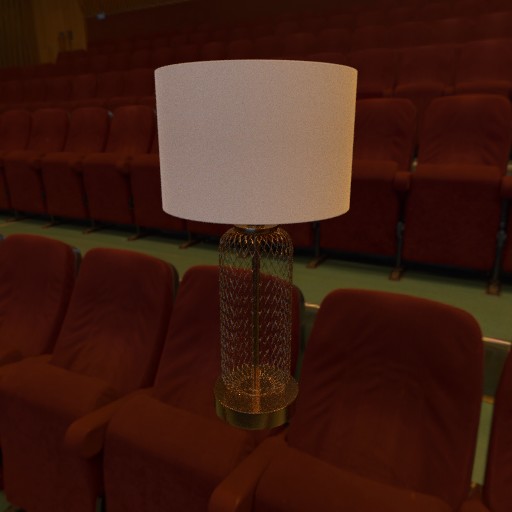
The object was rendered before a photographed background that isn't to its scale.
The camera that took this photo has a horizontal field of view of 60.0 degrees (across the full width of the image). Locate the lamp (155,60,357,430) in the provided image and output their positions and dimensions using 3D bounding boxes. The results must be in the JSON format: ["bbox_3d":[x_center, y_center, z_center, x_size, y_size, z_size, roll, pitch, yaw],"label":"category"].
[{"bbox_3d":[0.000,0.000,0.632,0.252,0.483,0.252,8,18,26],"label":"lamp"}]
